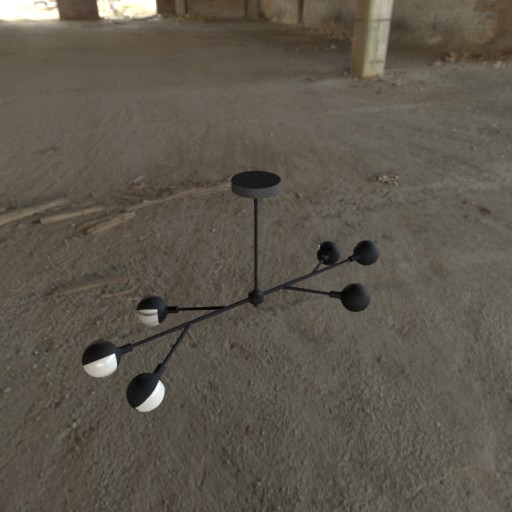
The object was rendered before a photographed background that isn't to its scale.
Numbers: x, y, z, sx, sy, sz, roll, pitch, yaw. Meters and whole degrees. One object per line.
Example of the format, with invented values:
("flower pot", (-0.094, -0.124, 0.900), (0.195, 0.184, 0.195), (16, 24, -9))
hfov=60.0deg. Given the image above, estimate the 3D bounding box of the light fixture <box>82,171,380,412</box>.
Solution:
("light fixture", (0.000, 0.000, 0.991), (0.778, 0.362, 0.434), (-10, 32, -16))
